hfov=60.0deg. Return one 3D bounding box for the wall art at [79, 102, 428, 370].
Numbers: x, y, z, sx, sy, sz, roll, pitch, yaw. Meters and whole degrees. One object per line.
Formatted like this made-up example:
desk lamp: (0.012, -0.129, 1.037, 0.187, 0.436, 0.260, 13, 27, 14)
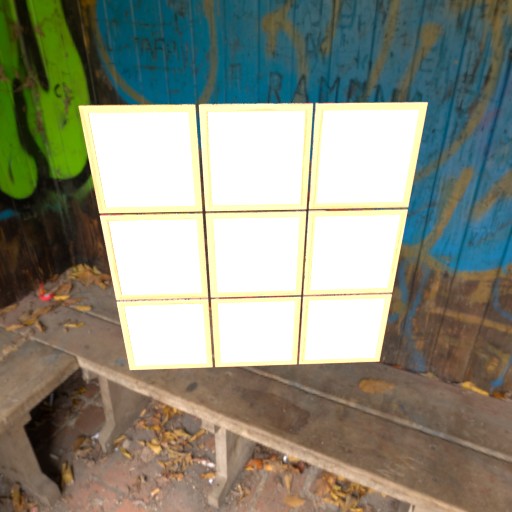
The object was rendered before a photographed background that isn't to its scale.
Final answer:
wall art: (0.000, 0.000, 1.841, 1.206, 1.218, 0.013, -1, 30, -2)
